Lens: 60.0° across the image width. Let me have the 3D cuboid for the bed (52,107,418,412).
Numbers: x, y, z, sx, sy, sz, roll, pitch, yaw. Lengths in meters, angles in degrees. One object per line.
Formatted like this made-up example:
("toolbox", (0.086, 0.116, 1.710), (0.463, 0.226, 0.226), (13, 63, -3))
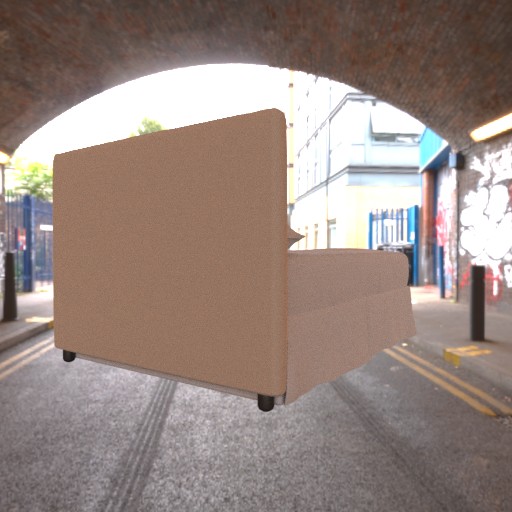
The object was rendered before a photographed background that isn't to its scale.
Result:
("bed", (0.000, 0.000, 3.202), (1.748, 1.330, 2.142), (1, 1, 35))
